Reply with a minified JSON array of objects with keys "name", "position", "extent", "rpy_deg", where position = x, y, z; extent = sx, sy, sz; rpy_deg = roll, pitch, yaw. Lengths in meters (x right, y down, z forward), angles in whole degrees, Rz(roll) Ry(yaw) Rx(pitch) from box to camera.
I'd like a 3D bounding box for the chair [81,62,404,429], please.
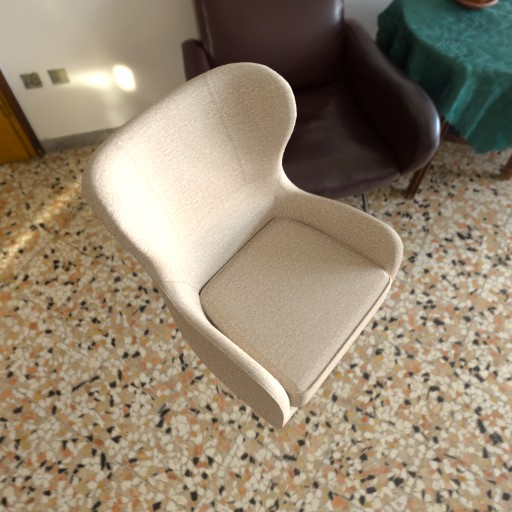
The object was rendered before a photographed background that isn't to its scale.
[{"name":"chair","position":[0.000,0.000,1.800],"extent":[0.984,1.064,0.861],"rpy_deg":[35,64,20]}]
